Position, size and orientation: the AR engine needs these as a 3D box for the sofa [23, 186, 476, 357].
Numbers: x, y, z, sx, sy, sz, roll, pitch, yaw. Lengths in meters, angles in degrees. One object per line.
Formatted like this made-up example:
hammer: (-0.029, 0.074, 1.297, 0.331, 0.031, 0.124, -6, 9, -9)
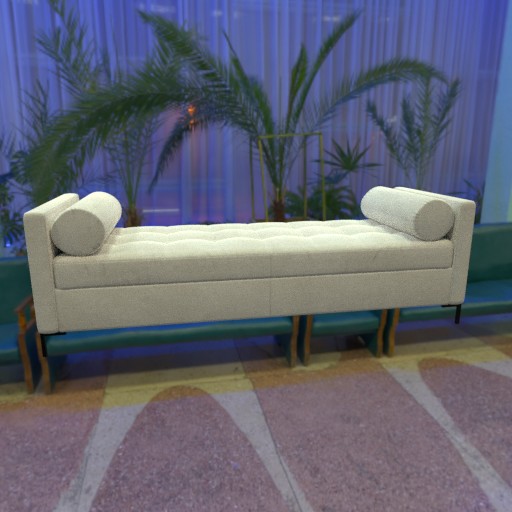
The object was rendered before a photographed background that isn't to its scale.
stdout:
sofa: (0.000, 0.000, 2.294, 1.981, 0.635, 0.686, -3, 15, -10)
